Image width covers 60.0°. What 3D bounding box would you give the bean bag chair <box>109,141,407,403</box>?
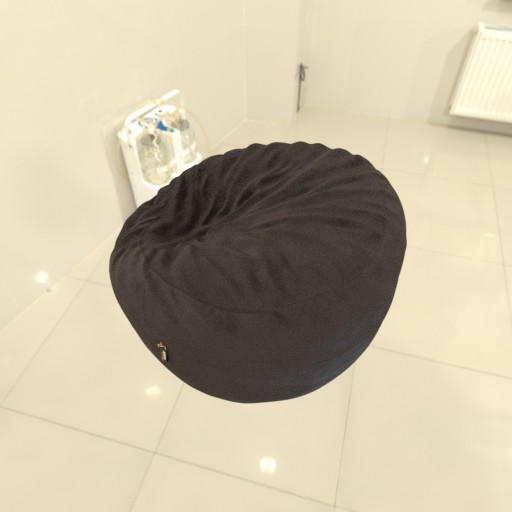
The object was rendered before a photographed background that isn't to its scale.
[{"bbox_3d":[0.000,0.000,2.033,1.245,0.821,1.245,0,47,0],"label":"bean bag chair"}]
